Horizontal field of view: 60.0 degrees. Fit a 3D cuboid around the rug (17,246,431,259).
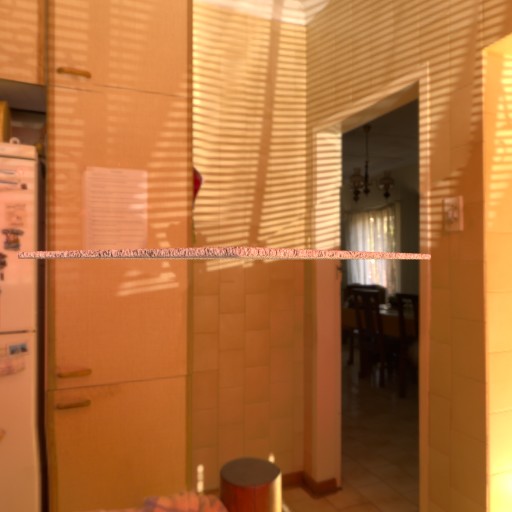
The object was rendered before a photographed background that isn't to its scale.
[{"bbox_3d":[0.000,0.000,2.229,1.219,0.030,1.778,0,-1,37],"label":"rug"}]
